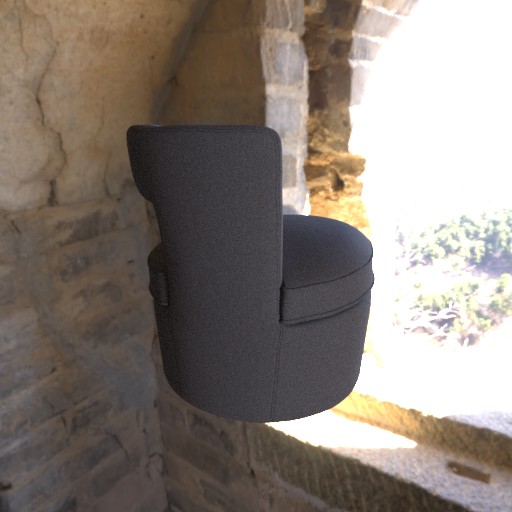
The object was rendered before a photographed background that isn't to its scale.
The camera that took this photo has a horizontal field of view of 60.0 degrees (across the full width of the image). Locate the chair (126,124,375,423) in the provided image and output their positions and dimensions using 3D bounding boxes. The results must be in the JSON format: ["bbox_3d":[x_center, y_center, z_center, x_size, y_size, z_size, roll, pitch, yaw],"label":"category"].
[{"bbox_3d":[0.000,0.000,1.265,0.660,0.719,0.689,-3,17,-9],"label":"chair"}]
